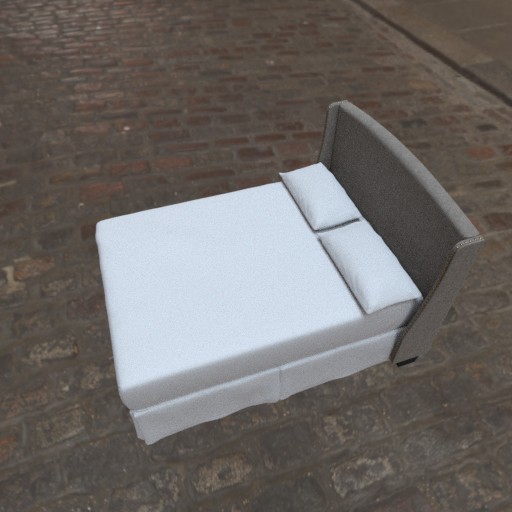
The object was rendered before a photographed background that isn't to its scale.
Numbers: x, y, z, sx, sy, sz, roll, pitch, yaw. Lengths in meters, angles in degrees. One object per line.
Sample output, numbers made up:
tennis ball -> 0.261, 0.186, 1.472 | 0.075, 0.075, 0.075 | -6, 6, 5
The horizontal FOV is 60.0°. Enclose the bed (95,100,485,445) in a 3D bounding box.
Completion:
bed -> 0.000, 0.000, 3.271 | 2.237, 1.407, 1.710 | -14, 48, -13
